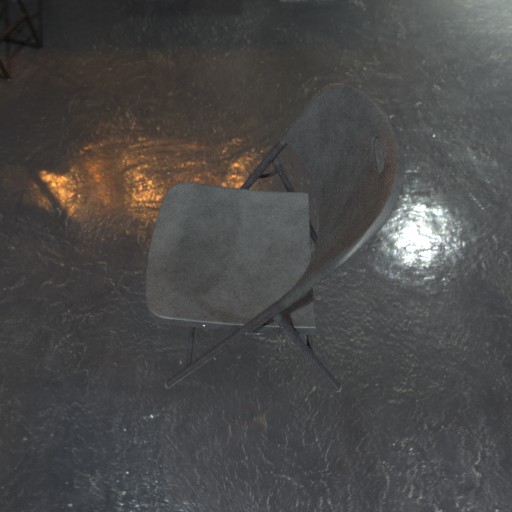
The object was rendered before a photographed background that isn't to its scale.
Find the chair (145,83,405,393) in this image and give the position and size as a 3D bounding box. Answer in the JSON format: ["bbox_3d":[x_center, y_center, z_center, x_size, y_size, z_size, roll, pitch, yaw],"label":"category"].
[{"bbox_3d":[0.000,0.000,1.185,0.566,0.810,0.494,1,57,1],"label":"chair"}]
